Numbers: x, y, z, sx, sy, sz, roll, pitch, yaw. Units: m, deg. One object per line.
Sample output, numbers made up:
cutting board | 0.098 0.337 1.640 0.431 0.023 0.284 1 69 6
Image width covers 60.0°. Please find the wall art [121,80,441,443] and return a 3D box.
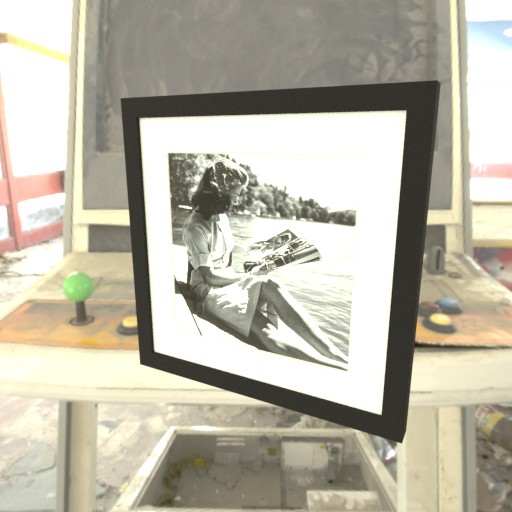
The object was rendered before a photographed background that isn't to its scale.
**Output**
wall art | 0.000 0.000 0.657 0.462 0.458 0.030 8 17 27
